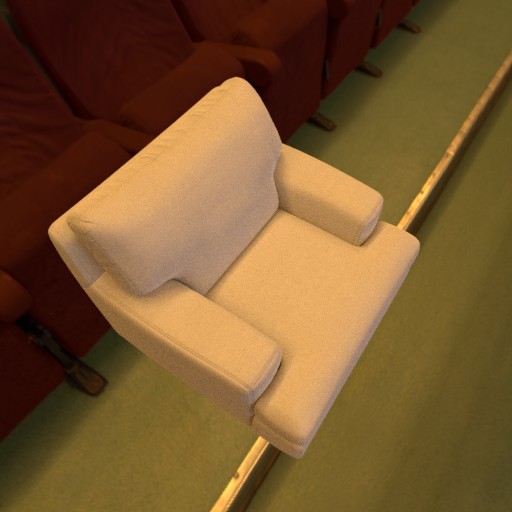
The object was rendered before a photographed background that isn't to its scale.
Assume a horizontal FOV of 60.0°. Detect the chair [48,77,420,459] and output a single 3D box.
[{"bbox_3d":[0.000,0.000,1.935,1.158,0.930,1.140,30,61,18],"label":"chair"}]
